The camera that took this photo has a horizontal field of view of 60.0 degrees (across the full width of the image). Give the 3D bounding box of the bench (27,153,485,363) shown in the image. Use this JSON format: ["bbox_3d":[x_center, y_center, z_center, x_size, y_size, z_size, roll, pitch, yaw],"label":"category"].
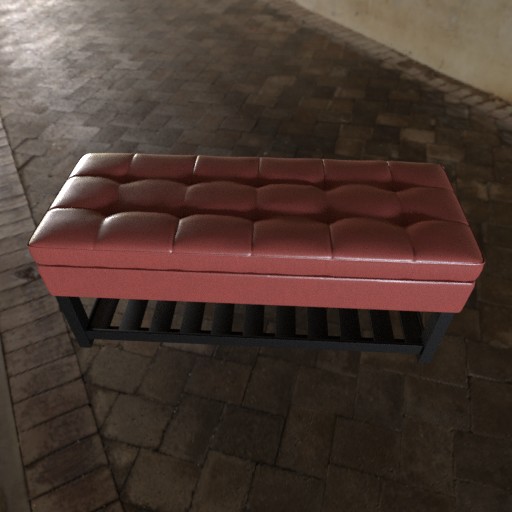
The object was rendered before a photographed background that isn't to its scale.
[{"bbox_3d":[0.000,0.000,1.343,1.105,0.460,0.432,2,44,2],"label":"bench"}]
